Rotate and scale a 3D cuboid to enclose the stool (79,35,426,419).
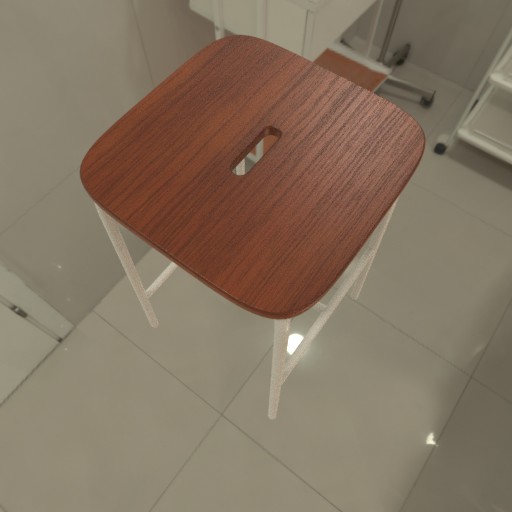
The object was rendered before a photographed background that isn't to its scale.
[{"bbox_3d":[0.000,0.000,0.840,0.376,0.610,0.376,34,68,15],"label":"stool"}]
